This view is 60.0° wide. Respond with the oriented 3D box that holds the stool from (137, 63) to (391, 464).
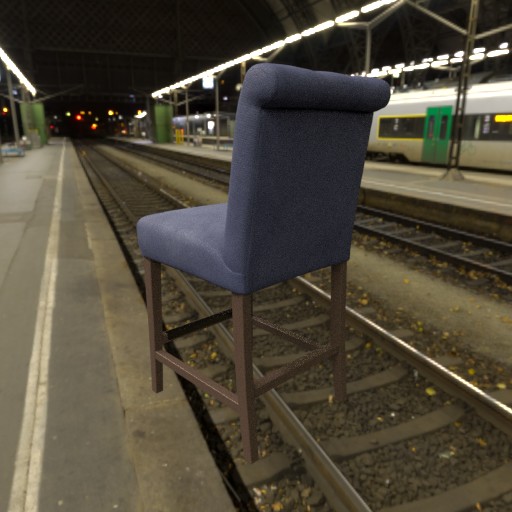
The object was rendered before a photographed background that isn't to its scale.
[{"bbox_3d":[0.000,0.000,1.357,0.493,1.010,0.601,-15,22,-42],"label":"stool"}]
